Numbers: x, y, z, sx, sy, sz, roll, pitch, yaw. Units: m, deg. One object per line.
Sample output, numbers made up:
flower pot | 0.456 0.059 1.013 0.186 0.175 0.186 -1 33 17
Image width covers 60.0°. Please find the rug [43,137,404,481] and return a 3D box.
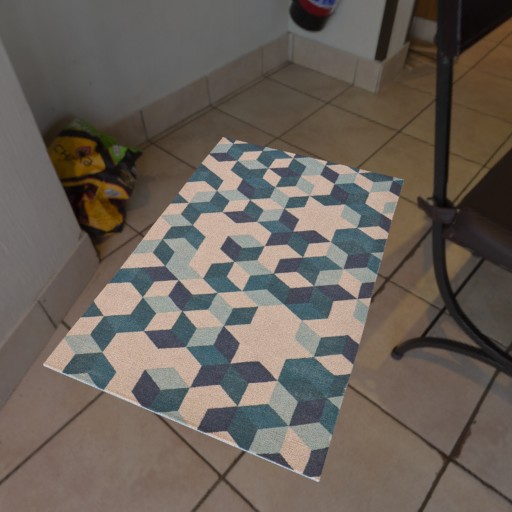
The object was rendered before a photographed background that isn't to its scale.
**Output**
rug | 0.000 0.000 2.295 1.235 0.014 1.829 17 50 14
